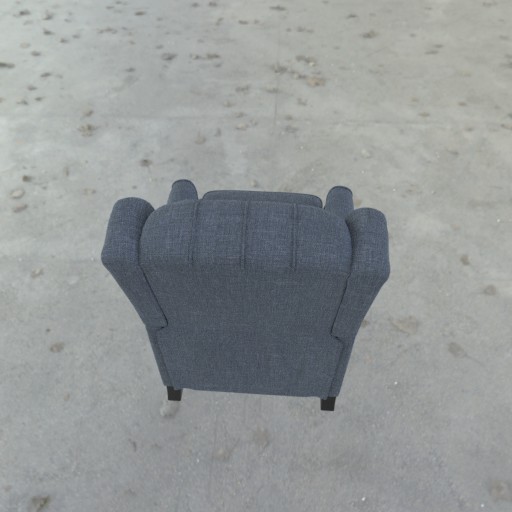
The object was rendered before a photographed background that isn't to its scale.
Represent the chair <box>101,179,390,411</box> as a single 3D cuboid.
[{"bbox_3d":[0.000,0.000,1.628,0.742,1.035,0.898,3,47,3],"label":"chair"}]
